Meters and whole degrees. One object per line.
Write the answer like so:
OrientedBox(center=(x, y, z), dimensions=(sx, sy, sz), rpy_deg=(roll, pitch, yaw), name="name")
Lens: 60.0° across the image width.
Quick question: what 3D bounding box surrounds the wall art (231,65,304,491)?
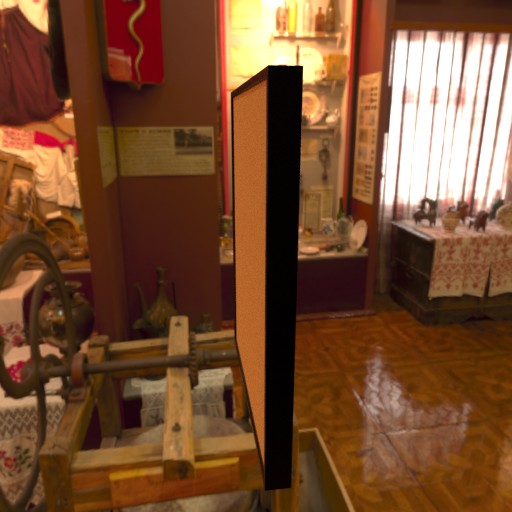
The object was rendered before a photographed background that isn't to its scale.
OrientedBox(center=(0.000, 0.000, 0.759), dimensions=(0.039, 0.553, 0.451), rpy_deg=(-2, 17, -8), name="wall art")
